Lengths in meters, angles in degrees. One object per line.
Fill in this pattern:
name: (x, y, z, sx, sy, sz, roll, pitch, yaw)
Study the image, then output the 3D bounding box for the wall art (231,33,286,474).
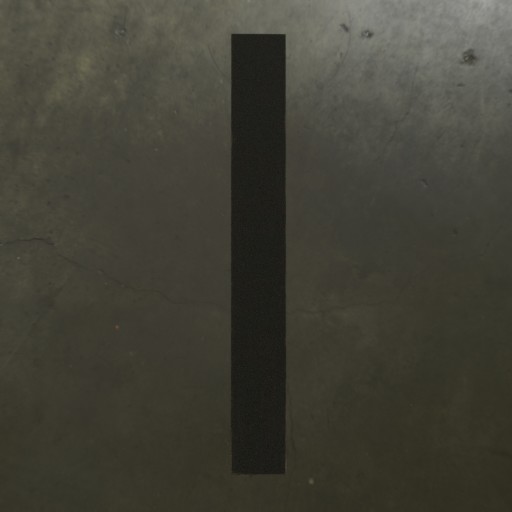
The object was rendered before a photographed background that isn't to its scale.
wall art: (0.000, 0.000, 0.459, 0.038, 0.305, 0.305, 0, 89, -1)
